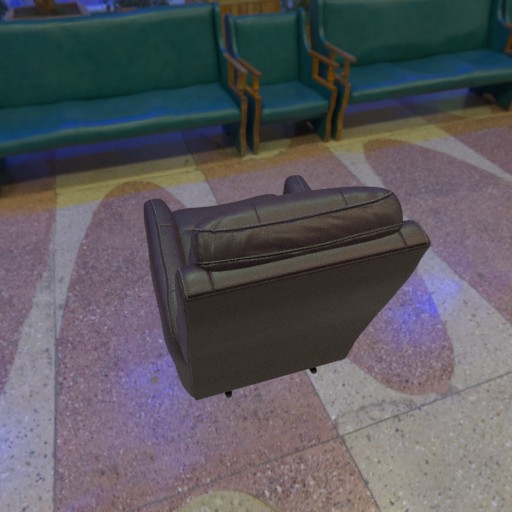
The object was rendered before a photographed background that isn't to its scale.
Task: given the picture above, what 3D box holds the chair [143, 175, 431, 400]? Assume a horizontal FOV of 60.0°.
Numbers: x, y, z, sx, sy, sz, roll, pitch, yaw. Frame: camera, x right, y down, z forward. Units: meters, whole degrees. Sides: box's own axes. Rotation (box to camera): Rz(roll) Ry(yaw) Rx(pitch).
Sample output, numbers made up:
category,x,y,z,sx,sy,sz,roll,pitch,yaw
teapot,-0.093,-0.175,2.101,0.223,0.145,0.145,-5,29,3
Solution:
category,x,y,z,sx,sy,sz,roll,pitch,yaw
chair,0.000,0.000,1.770,0.829,1.030,1.080,-12,42,-13
